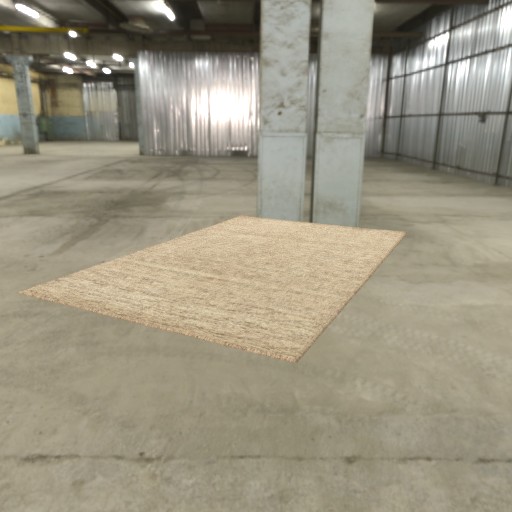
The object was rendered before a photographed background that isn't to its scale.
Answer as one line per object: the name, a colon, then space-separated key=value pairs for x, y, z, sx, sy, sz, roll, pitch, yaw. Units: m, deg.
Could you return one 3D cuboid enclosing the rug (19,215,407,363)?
rug: x=0.000 y=0.000 z=2.296 sx=1.211 sy=0.018 sz=1.822 roll=8 pitch=18 yaw=26
